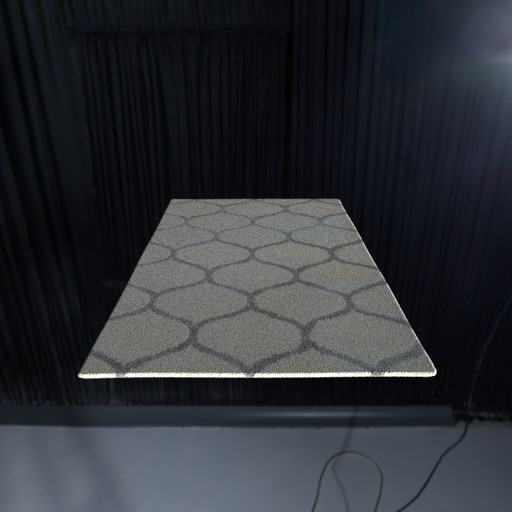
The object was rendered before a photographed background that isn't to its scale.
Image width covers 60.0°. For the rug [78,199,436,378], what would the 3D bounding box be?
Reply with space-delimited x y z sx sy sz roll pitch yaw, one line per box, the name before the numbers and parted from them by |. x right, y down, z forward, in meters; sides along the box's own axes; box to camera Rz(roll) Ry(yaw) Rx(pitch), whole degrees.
rug | 0.000 0.000 2.900 1.501 0.024 2.348 0 25 0
